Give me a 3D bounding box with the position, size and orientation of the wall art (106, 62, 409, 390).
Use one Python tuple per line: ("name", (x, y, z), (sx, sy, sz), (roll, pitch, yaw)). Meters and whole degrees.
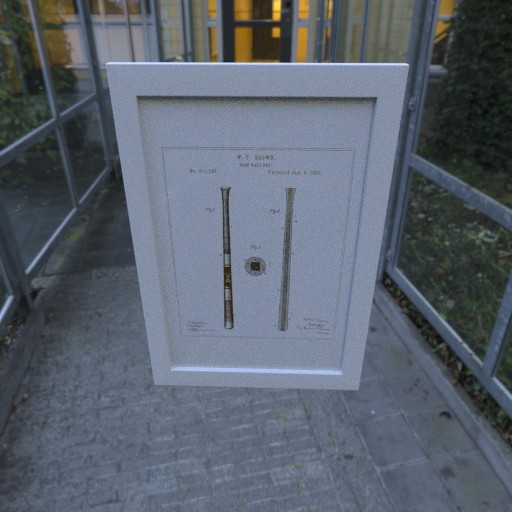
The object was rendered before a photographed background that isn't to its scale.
("wall art", (0.000, 0.000, 0.601), (0.329, 0.482, 0.011), (1, 29, 2))
